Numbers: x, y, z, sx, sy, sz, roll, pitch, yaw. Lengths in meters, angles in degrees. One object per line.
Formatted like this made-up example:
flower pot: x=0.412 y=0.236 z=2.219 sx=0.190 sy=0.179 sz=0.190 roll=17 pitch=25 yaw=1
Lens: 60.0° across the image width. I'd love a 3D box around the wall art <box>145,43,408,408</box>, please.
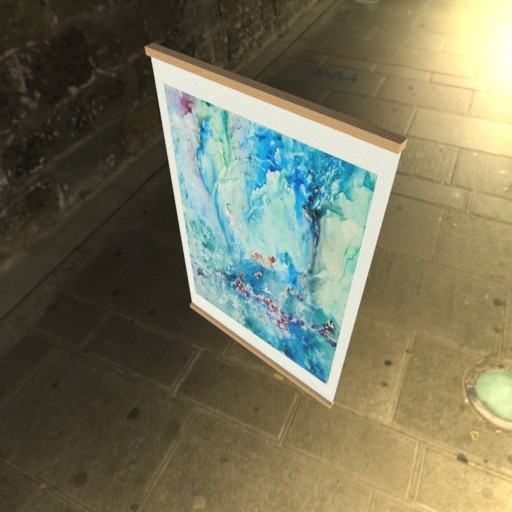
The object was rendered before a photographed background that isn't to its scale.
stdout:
wall art: x=0.000 y=0.000 z=1.284 sx=0.669 sy=1.020 sz=0.027 roll=31 pitch=54 yaw=26
